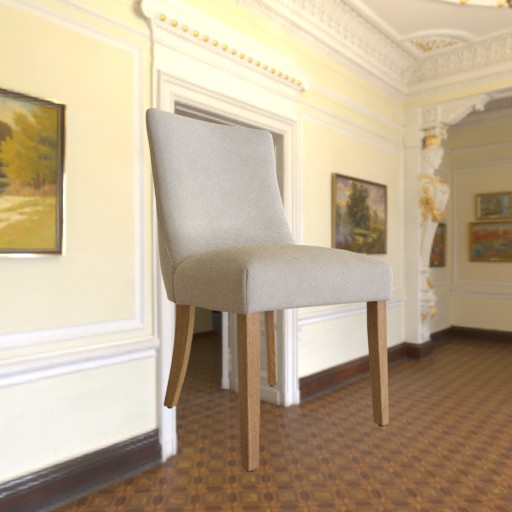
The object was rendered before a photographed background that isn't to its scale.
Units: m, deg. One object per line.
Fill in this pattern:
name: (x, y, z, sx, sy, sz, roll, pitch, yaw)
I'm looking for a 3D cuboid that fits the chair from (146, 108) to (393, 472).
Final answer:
chair: (0.000, 0.000, 1.280, 0.495, 0.902, 0.610, 0, 0, -35)
